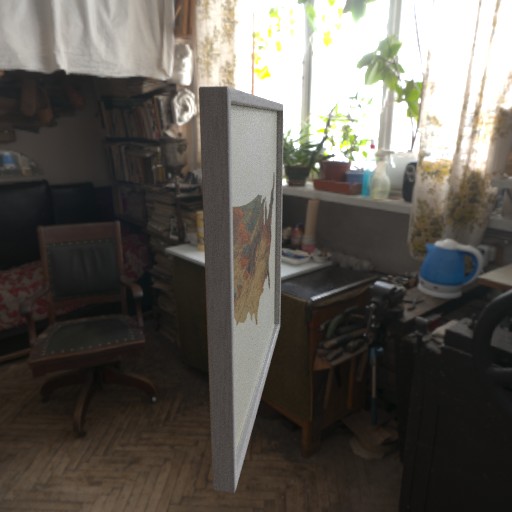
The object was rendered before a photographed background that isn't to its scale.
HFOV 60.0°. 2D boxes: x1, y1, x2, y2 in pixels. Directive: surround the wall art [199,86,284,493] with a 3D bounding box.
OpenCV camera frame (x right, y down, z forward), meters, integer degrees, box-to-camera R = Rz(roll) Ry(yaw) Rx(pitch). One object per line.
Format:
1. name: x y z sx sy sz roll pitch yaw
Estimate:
1. wall art: 0.000 0.000 1.920 0.078 1.288 1.287 3 17 9
